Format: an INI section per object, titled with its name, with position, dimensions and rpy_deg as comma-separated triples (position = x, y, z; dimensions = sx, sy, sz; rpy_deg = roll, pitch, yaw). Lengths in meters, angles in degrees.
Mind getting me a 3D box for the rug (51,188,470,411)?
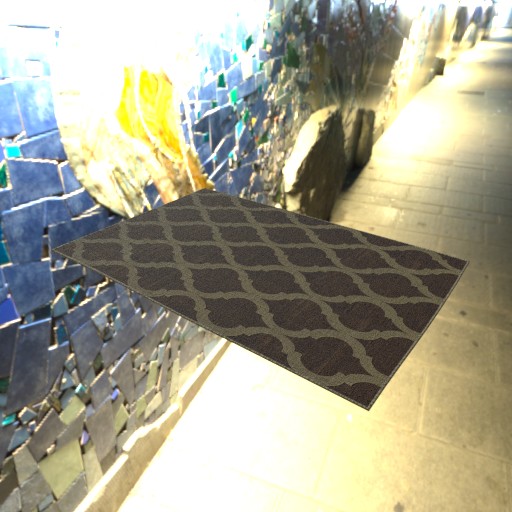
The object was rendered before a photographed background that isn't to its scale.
[rug]
position = 0.000, 0.000, 2.880
dimensions = 2.284, 0.008, 1.522
rpy_deg = 20, 34, 32
